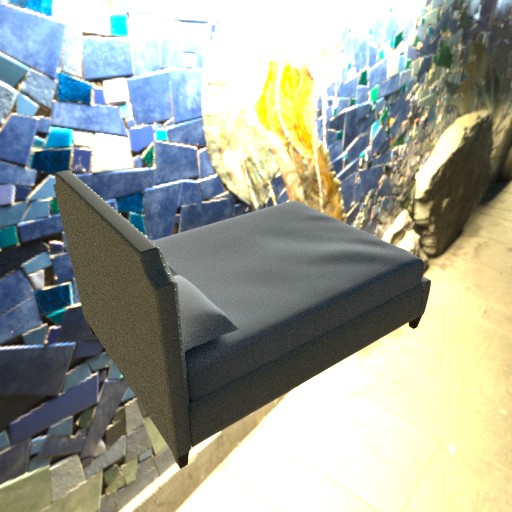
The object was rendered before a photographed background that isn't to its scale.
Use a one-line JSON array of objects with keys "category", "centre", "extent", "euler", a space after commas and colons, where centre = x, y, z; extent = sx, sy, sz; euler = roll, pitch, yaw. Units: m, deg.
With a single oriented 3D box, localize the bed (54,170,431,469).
[{"category": "bed", "centre": [0.000, 0.000, 3.498], "extent": [2.381, 1.457, 1.713], "euler": [-20, 34, -31]}]
